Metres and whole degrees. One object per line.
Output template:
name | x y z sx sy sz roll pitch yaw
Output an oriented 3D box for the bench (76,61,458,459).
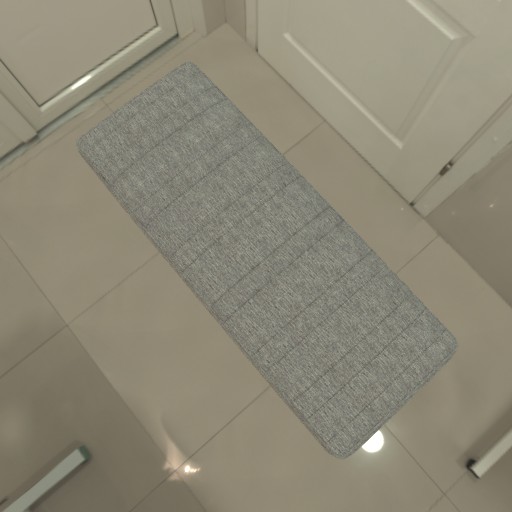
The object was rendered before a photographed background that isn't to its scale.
bench | 0.000 0.000 1.340 0.429 0.470 1.100 -40 79 -9
